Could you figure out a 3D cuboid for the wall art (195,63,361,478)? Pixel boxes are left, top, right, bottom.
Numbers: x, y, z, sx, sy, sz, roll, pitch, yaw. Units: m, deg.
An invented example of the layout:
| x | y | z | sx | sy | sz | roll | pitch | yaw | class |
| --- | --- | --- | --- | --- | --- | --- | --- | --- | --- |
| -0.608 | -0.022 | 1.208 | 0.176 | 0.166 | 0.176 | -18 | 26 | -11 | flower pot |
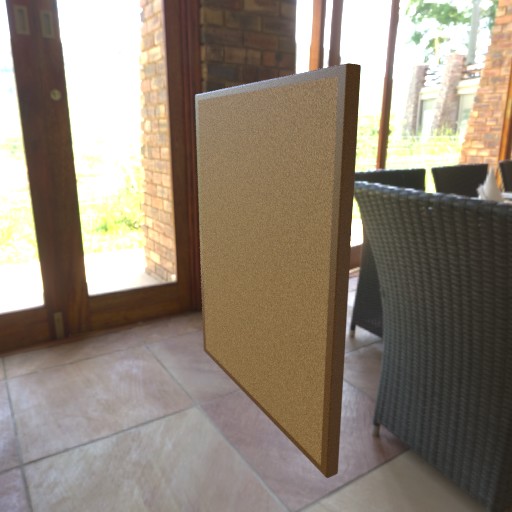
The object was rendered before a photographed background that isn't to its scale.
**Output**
| x | y | z | sx | sy | sz | roll | pitch | yaw | class |
| --- | --- | --- | --- | --- | --- | --- | --- | --- | --- |
| 0.000 | 0.000 | 0.753 | 0.021 | 0.550 | 0.449 | -8 | 17 | -28 | wall art |
